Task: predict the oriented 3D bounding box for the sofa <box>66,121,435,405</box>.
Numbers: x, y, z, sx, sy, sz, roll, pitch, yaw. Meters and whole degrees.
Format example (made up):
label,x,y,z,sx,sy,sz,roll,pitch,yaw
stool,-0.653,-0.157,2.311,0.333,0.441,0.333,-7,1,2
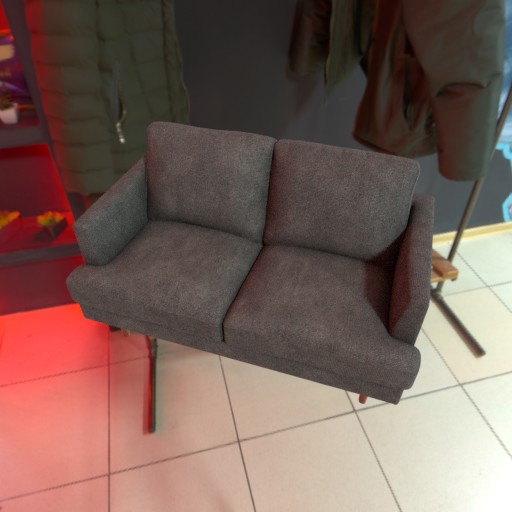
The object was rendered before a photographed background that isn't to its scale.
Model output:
label,x,y,z,sx,sy,sz,roll,pitch,yaw
sofa,0.000,0.000,2.150,1.582,0.956,0.903,12,43,14
